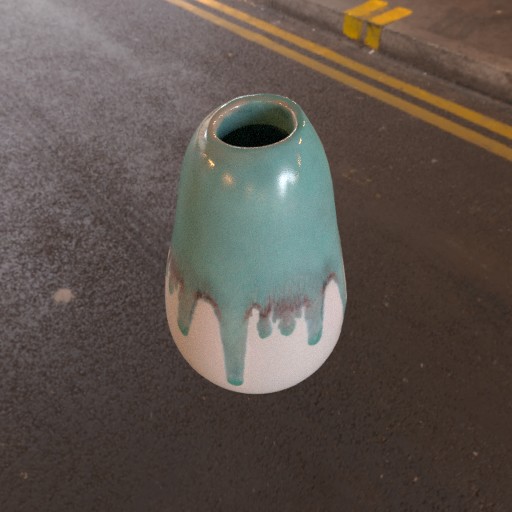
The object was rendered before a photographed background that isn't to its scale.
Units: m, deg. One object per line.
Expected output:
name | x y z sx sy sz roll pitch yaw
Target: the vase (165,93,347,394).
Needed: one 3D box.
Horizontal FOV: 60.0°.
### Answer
vase | 0.000 0.000 0.260 0.116 0.179 0.116 0 47 0
